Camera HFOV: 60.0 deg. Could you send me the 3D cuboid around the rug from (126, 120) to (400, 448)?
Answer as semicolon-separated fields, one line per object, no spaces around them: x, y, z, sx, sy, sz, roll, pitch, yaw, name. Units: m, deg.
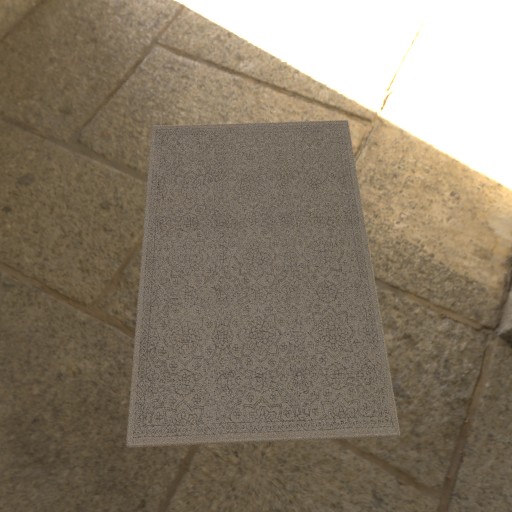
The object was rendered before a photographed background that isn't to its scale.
0.000;0.000;2.947;1.524;0.011;2.286;-2;65;-1;rug
